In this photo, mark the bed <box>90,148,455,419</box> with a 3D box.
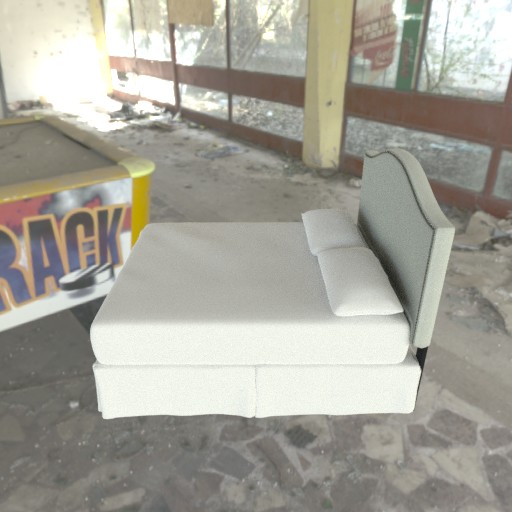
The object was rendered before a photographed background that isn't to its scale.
[{"bbox_3d":[0.000,0.000,3.423,2.180,1.607,1.813,0,27,0],"label":"bed"}]
